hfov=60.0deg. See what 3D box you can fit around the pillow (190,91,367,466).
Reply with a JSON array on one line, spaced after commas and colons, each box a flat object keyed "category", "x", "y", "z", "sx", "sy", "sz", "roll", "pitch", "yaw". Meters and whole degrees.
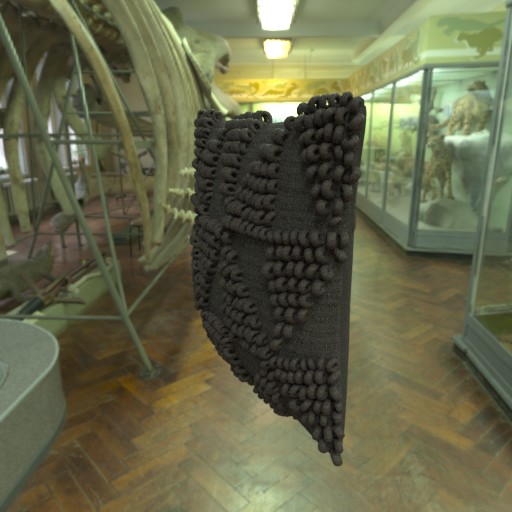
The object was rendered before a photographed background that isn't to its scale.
[{"category": "pillow", "x": 0.000, "y": 0.000, "z": 0.711, "sx": 0.172, "sy": 0.467, "sz": 0.470, "roll": -8, "pitch": 17, "yaw": -26}]
